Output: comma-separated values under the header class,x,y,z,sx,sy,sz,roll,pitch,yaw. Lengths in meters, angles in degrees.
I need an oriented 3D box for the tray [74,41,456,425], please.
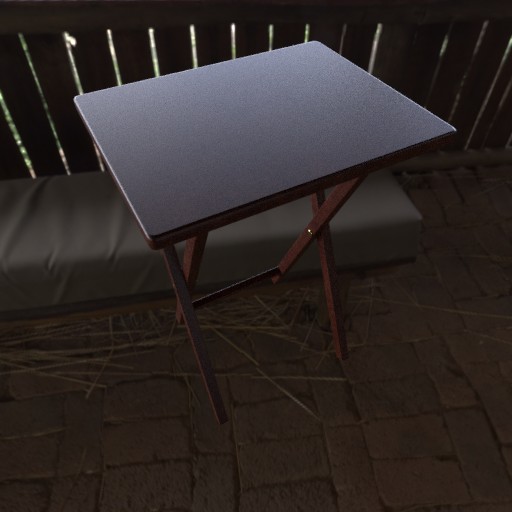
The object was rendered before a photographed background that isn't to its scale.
class,x,y,z,sx,sy,sz,roll,pitch,yaw
tray,0.000,0.000,0.935,0.483,0.660,0.381,-22,51,-19
